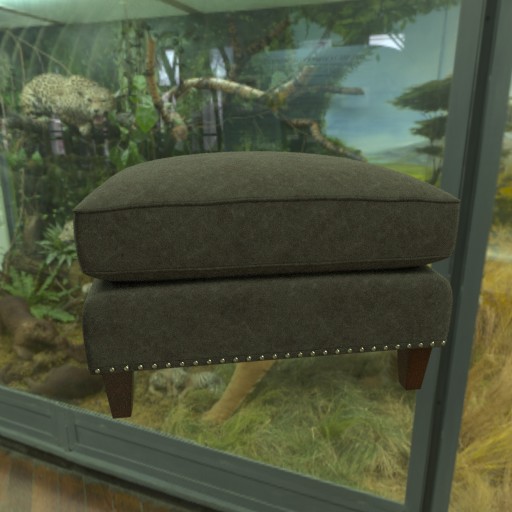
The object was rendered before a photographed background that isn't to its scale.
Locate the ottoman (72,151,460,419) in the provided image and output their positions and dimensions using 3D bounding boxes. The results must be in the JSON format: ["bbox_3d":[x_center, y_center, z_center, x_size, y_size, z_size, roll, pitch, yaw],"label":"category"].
[{"bbox_3d":[0.000,0.000,1.122,0.741,0.513,0.584,-3,16,-9],"label":"ottoman"}]
